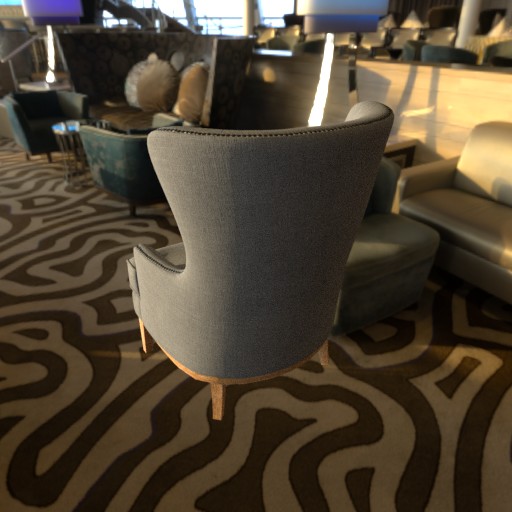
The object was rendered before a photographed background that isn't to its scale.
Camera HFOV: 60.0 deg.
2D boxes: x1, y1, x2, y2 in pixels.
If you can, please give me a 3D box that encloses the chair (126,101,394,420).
[{"bbox_3d":[0.000,0.000,1.790,0.864,1.176,0.883,-18,33,-29],"label":"chair"}]
